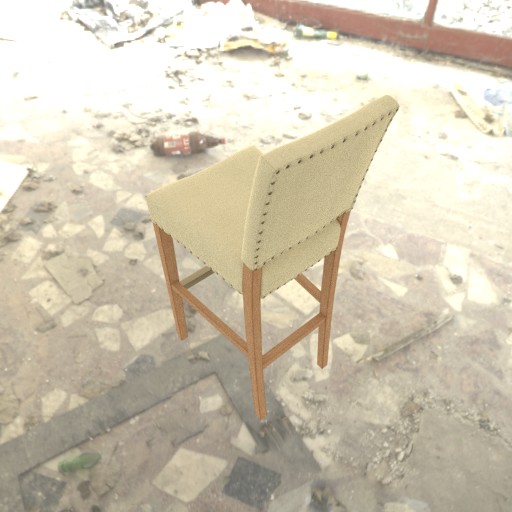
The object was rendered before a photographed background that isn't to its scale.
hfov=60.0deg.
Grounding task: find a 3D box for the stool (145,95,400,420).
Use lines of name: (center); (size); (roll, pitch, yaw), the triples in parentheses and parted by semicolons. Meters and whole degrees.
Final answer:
stool: (0.000, 0.000, 1.417); (0.428, 1.143, 0.546); (-32, 54, -26)
